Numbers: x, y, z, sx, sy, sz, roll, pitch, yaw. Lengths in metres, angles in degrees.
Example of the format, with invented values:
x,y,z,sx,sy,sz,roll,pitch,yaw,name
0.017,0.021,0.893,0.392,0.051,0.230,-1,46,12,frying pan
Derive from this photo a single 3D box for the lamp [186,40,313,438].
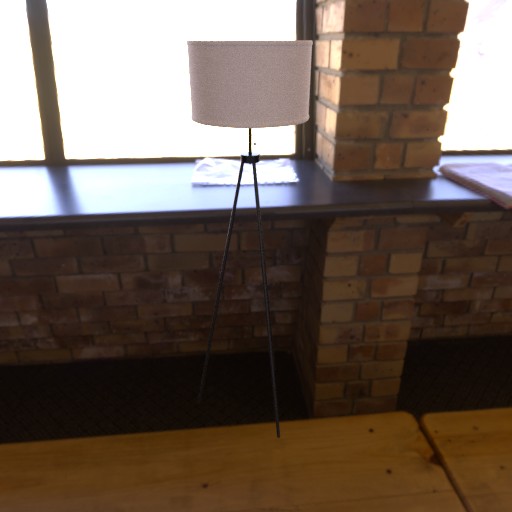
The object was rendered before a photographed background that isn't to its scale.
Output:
x,y,z,sx,sy,sz,roll,pitch,yaw,name
0.000,0.000,1.766,0.448,1.545,0.458,-18,31,-33,lamp
